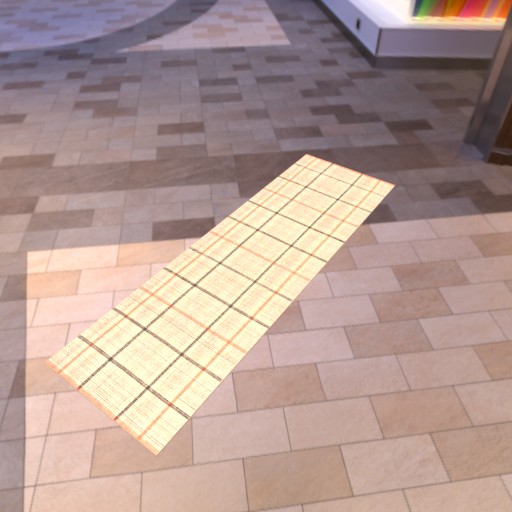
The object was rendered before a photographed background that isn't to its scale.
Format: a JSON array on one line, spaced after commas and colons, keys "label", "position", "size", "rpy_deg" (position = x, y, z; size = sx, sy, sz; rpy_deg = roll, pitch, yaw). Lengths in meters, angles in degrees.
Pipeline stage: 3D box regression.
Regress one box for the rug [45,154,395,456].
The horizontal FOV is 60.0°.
[{"label": "rug", "position": [0.000, 0.000, 2.709], "size": [0.762, 0.008, 2.439], "rpy_deg": [26, 49, 26]}]
